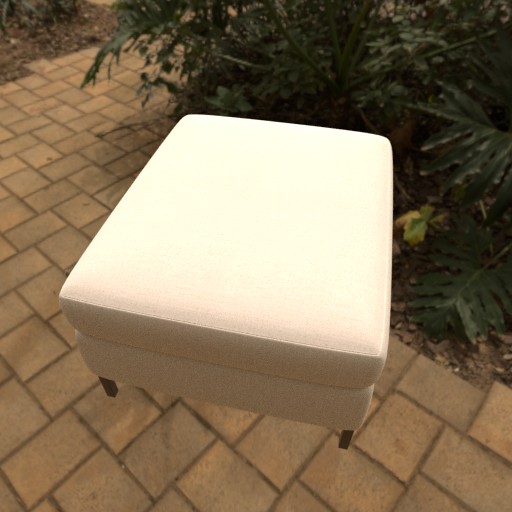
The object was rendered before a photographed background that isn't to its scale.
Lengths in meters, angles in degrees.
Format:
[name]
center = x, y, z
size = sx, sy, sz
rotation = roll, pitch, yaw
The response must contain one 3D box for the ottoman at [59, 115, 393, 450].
[ottoman]
center = 0.000, 0.000, 1.200
size = 0.657, 0.453, 0.794
rotation = 9, 46, 9
